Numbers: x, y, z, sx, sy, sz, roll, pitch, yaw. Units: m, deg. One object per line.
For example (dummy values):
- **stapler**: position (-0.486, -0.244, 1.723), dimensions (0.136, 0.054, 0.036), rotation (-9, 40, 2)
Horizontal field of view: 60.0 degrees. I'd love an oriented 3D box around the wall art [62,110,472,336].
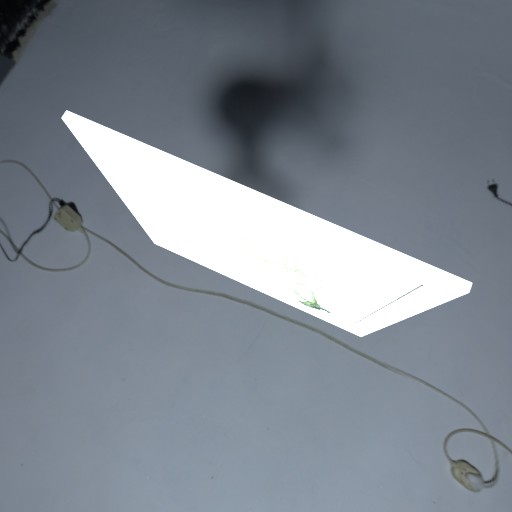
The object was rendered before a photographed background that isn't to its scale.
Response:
- **wall art**: position (0.000, 0.000, 0.864), dimensions (0.584, 0.584, 0.013), rotation (24, 76, 6)
